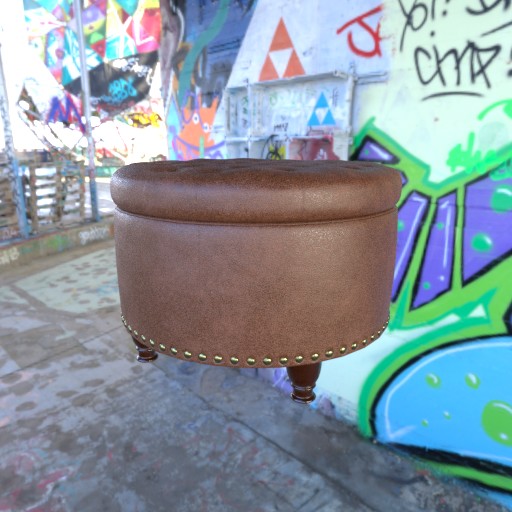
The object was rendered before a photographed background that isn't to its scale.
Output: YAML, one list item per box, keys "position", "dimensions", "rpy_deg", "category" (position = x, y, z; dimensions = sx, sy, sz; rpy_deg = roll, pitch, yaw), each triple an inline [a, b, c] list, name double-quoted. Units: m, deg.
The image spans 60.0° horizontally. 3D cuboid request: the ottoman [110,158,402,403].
- position: [0.000, 0.000, 1.057]
  dimensions: [0.637, 0.442, 0.637]
  rpy_deg: [0, 14, 0]
  category: "ottoman"
